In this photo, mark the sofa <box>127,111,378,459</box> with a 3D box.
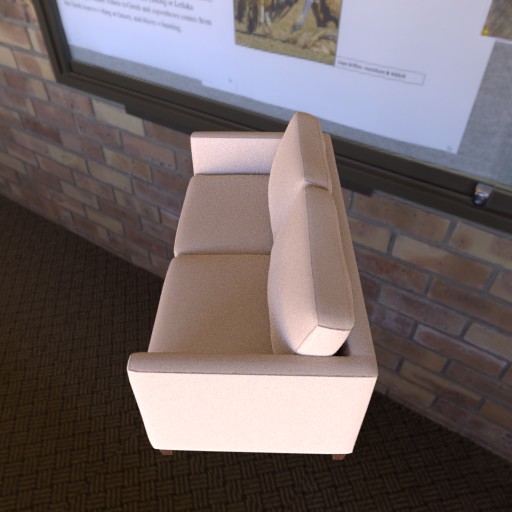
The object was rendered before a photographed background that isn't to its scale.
[{"bbox_3d":[0.000,0.000,2.249,0.873,0.888,1.722,1,43,1],"label":"sofa"}]
